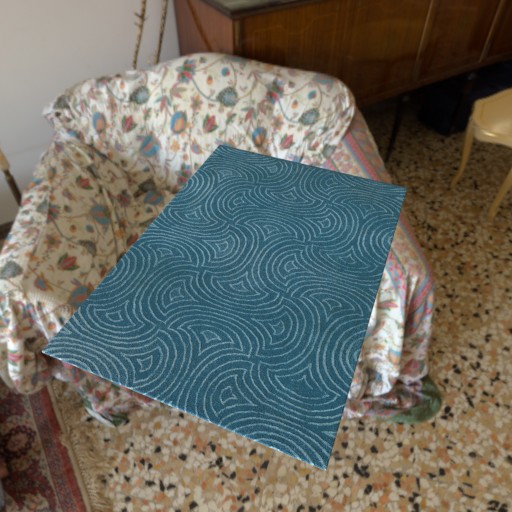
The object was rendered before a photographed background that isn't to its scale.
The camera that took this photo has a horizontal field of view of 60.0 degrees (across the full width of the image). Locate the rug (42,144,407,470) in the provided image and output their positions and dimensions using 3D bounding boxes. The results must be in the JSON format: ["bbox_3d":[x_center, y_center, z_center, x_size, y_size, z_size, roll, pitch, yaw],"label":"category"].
[{"bbox_3d":[0.000,0.000,2.804,1.543,0.015,2.144,17,48,15],"label":"rug"}]
